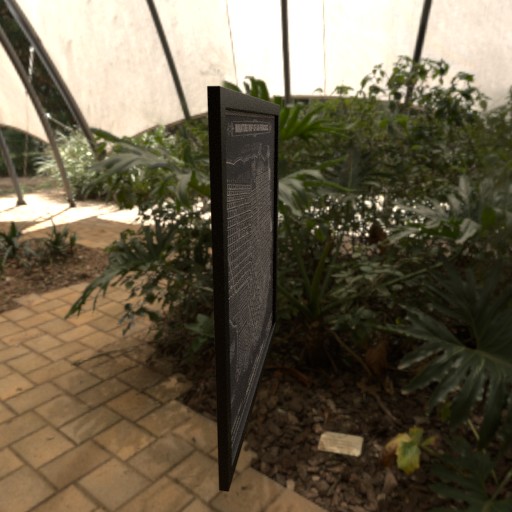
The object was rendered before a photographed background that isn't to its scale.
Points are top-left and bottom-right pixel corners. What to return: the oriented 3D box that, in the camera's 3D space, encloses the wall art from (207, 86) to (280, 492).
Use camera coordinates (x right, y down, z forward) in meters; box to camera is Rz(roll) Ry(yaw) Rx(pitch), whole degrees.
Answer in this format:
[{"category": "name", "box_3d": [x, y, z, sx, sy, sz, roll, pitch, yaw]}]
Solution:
[{"category": "wall art", "box_3d": [0.000, 0.000, 0.685, 0.012, 0.458, 0.457, 3, 17, 9]}]
